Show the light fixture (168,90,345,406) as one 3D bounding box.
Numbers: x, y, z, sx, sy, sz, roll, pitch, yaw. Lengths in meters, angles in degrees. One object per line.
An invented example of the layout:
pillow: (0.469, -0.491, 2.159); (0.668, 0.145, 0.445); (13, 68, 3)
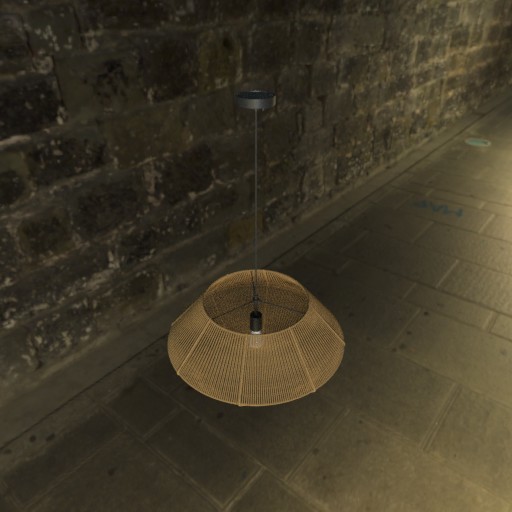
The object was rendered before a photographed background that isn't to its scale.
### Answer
light fixture: (0.000, 0.000, 1.445); (0.643, 1.009, 0.643); (0, 32, 0)
